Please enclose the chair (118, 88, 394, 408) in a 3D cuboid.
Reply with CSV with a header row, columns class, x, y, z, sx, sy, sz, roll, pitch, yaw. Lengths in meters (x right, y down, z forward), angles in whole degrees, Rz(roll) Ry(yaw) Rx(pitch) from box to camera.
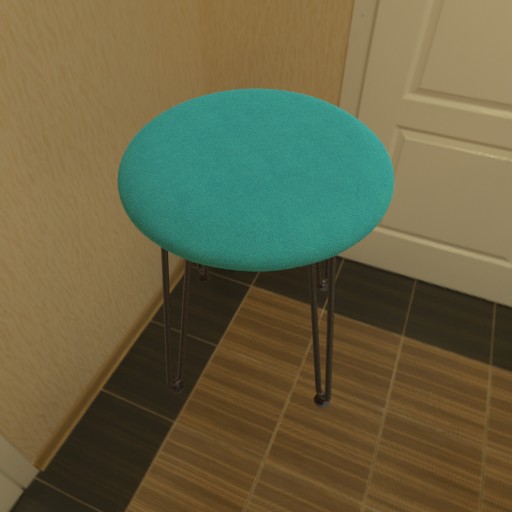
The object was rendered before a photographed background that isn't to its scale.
class,x,y,z,sx,sy,sz,roll,pitch,yaw
chair,0.000,0.000,0.699,0.350,0.430,0.350,-4,47,-4
